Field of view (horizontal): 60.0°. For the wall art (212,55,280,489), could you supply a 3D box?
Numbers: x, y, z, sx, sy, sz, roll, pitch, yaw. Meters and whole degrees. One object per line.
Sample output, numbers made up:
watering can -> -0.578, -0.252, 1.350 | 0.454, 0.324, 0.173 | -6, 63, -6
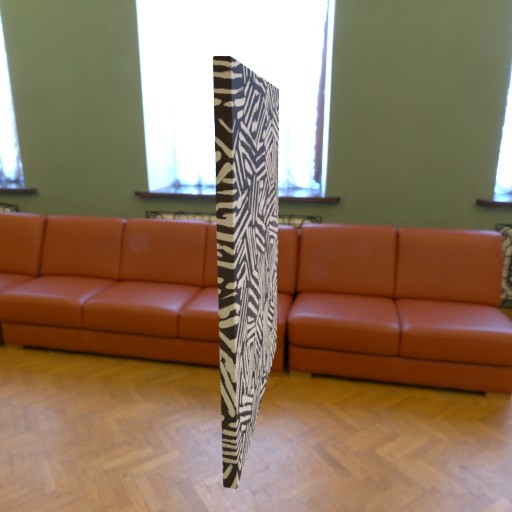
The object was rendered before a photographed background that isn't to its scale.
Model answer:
wall art -> 0.000, 0.000, 1.350 | 0.038, 1.017, 0.765 | 3, 16, 10
